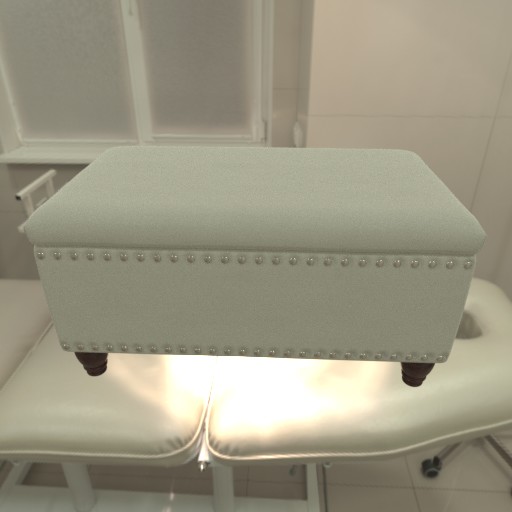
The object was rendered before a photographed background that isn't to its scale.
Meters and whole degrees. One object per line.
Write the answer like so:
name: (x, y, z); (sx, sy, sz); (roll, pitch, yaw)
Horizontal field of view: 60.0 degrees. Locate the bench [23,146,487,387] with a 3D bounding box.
bench: (0.000, 0.000, 1.147); (0.887, 0.449, 0.500); (1, 30, 2)
